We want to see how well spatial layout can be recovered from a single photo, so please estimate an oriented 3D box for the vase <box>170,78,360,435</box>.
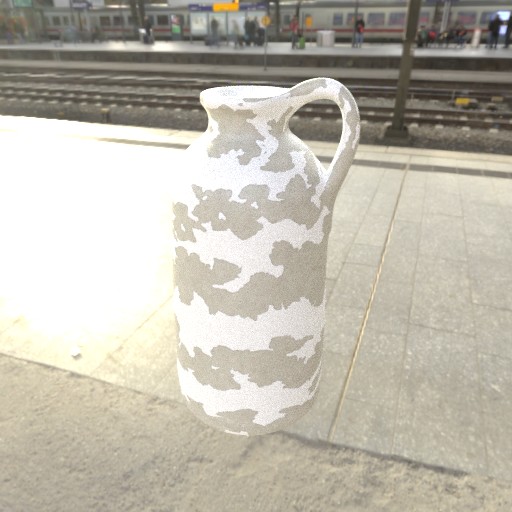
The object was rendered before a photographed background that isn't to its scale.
[{"bbox_3d":[0.000,0.000,0.504,0.203,0.382,0.186,9,29,16],"label":"vase"}]
